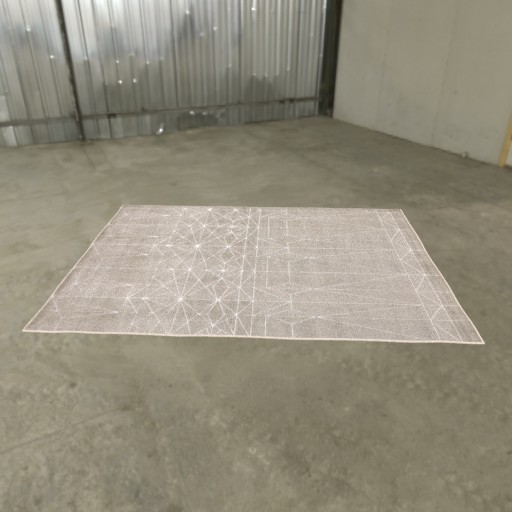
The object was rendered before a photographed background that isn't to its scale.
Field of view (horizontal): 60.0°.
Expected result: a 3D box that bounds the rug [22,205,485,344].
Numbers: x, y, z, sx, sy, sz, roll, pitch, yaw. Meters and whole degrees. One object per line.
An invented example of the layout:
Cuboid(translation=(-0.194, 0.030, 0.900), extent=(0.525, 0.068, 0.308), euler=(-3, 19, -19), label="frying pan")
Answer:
Cuboid(translation=(0.000, 0.000, 4.267), extent=(3.357, 0.019, 2.449), euler=(1, 29, 2), label="rug")
